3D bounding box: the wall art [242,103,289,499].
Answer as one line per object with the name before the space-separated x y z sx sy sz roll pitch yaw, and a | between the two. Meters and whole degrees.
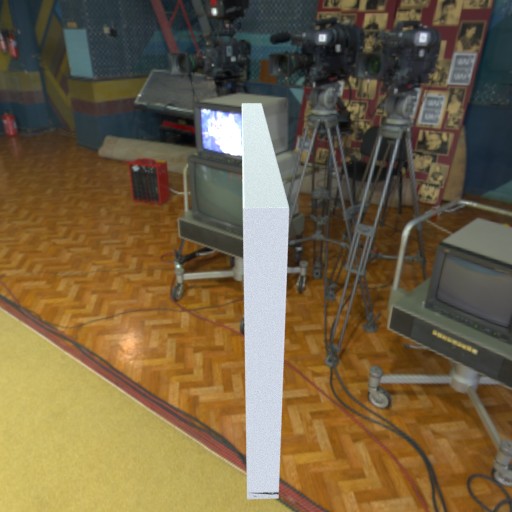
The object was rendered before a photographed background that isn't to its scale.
wall art | 0.000 0.000 0.765 0.042 0.414 0.608 -1 27 -2
